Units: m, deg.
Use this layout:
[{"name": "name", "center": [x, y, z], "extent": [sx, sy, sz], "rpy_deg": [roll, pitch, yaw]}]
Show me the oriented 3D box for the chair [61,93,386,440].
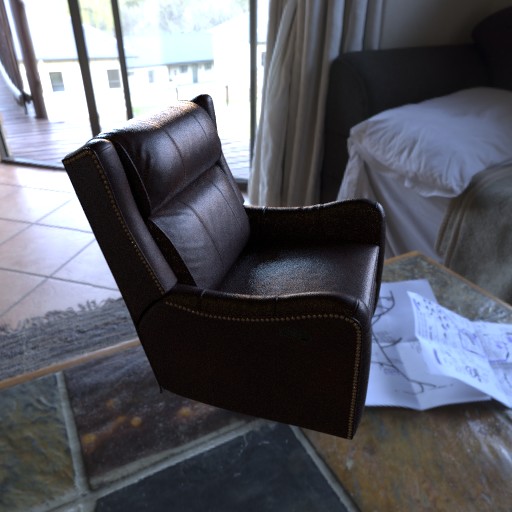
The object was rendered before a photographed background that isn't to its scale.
[{"name": "chair", "center": [0.000, 0.000, 1.791], "extent": [1.008, 1.084, 0.869], "rpy_deg": [9, 31, 15]}]
